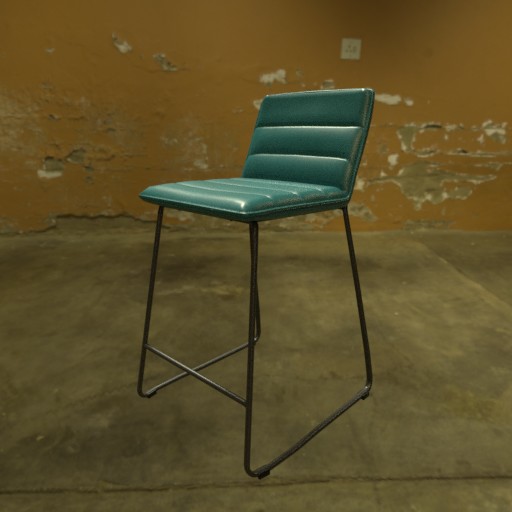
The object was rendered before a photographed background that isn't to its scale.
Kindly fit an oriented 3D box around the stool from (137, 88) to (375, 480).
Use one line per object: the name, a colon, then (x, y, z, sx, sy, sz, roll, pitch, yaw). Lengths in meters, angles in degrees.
stool: (0.000, 0.000, 1.199, 0.489, 0.866, 0.524, 15, 22, 42)
